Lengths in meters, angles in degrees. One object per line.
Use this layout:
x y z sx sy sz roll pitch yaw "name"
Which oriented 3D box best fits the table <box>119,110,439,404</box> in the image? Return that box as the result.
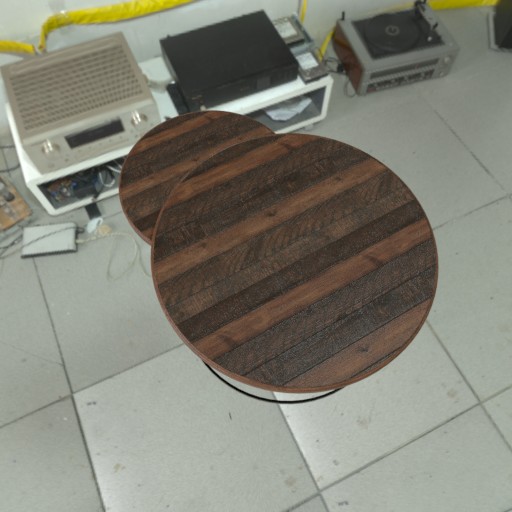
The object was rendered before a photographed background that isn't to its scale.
0.000 0.000 1.611 1.152 0.516 0.870 32 68 14 "table"
